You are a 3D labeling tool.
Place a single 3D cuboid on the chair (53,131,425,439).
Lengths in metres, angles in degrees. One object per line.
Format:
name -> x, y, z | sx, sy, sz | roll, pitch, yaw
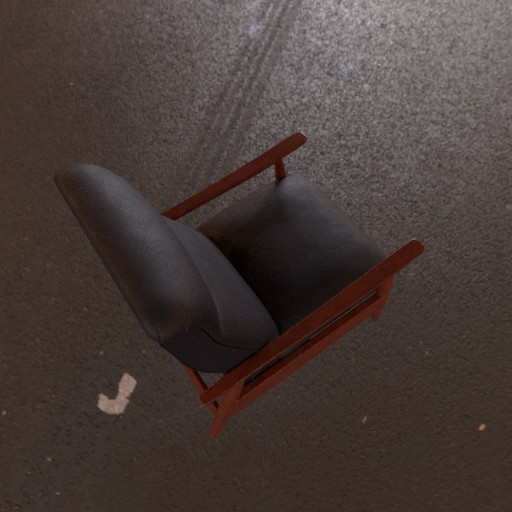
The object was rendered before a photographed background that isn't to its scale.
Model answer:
chair -> 0.000, 0.000, 1.721 | 1.014, 1.082, 0.762 | -31, 63, -18
